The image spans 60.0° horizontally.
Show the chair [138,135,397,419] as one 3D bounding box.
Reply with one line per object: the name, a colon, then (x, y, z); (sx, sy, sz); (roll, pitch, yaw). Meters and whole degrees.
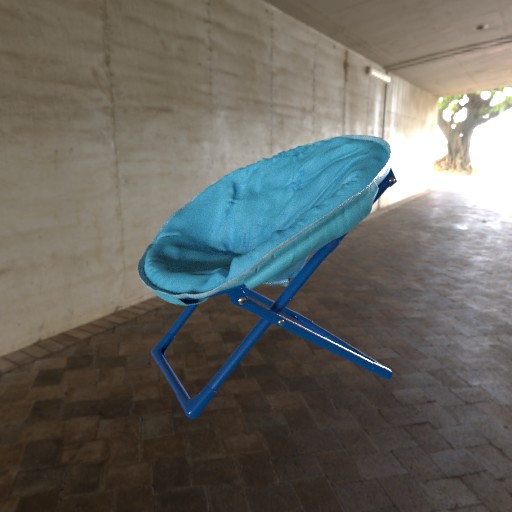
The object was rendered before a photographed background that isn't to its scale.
chair: (0.000, 0.000, 0.893); (0.465, 0.478, 0.520); (-7, 15, -25)
